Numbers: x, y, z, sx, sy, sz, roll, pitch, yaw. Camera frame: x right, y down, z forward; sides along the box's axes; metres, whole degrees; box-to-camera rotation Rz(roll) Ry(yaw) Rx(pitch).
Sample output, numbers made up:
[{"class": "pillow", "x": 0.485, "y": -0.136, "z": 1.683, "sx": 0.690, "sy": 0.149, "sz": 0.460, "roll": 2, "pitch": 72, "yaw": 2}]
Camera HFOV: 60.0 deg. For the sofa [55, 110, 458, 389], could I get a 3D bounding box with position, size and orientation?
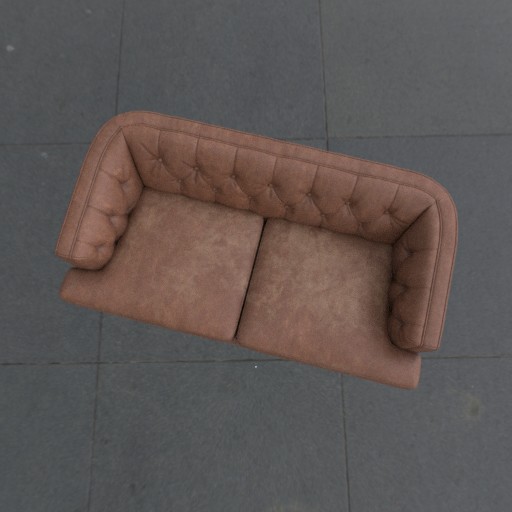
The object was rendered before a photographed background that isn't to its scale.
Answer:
[{"class": "sofa", "x": 0.000, "y": 0.000, "z": 2.246, "sx": 1.755, "sy": 0.786, "sz": 0.914, "roll": 14, "pitch": 76, "yaw": 3}]
